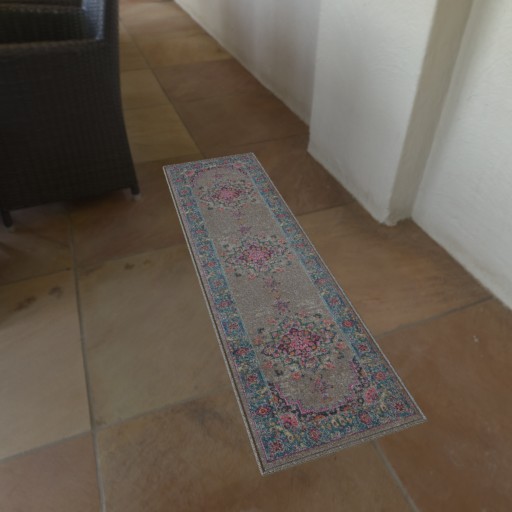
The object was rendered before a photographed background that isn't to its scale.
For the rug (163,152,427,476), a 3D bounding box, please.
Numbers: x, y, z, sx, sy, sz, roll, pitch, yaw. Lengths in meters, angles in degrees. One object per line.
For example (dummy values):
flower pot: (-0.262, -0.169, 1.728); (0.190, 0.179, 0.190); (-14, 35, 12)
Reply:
rug: (0.000, 0.000, 1.983); (0.553, 0.012, 1.827); (-12, 43, -13)
